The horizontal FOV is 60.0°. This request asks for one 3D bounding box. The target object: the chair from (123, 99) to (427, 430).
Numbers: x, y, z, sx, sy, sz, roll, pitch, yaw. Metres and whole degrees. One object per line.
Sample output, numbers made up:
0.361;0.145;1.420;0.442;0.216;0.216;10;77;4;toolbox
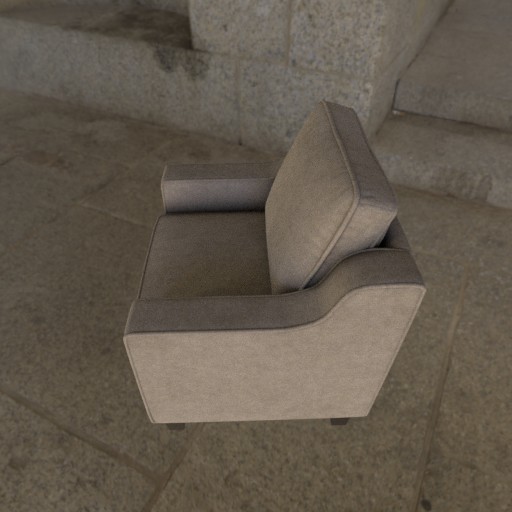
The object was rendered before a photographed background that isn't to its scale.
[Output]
0.000;0.000;1.633;0.840;0.944;0.926;-1;41;-1;chair
